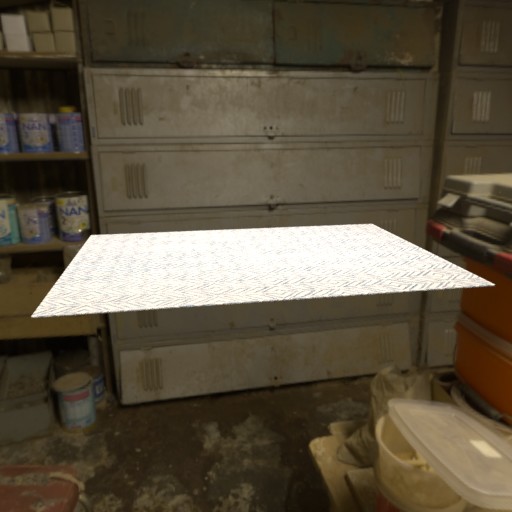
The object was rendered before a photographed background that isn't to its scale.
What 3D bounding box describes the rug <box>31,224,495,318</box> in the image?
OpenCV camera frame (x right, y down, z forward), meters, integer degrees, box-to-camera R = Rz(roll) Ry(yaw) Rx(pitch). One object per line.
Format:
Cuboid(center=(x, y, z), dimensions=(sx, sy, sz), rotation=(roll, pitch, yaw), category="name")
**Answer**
Cuboid(center=(0.000, 0.000, 2.283), dimensions=(1.824, 0.008, 1.220), rotation=(-3, 17, -10), category="rug")
